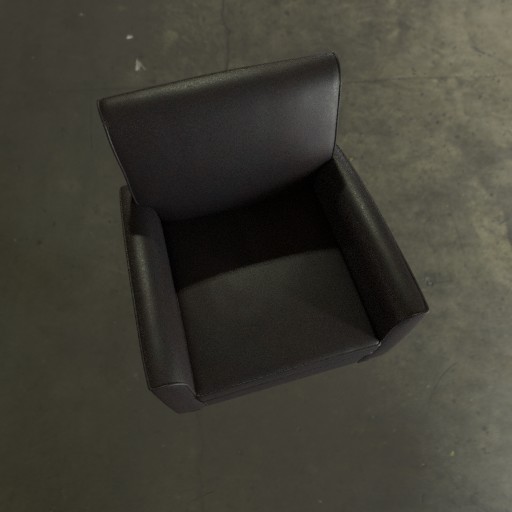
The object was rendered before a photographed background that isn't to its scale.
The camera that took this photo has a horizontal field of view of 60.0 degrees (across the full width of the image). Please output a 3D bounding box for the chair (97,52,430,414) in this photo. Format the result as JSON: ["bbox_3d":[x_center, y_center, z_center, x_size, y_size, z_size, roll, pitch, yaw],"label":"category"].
[{"bbox_3d":[0.000,0.000,1.541,0.820,0.916,0.819,-14,64,-7],"label":"chair"}]
